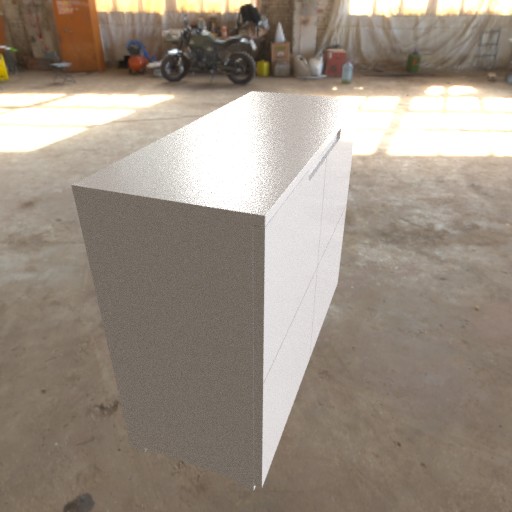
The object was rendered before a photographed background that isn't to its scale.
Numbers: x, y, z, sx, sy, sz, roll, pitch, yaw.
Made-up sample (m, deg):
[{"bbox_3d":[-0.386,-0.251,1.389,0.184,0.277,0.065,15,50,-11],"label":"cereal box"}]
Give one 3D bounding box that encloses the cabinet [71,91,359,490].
[{"bbox_3d":[0.000,0.000,1.410,0.400,0.800,1.000,11,33,17],"label":"cabinet"}]
